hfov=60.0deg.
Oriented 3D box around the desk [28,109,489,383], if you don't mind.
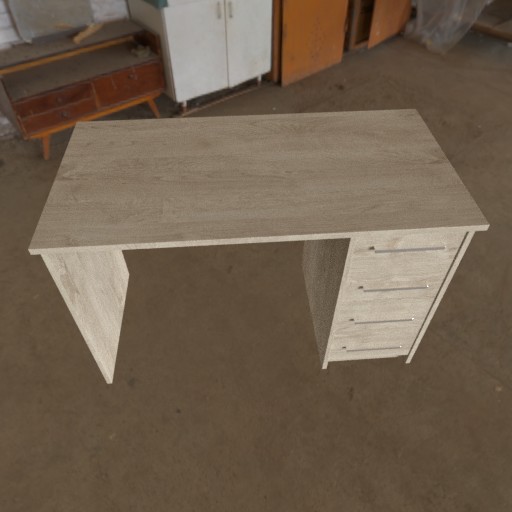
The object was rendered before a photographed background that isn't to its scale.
[{"bbox_3d":[0.000,0.000,1.503,1.096,0.730,0.560,-3,47,-3],"label":"desk"}]
